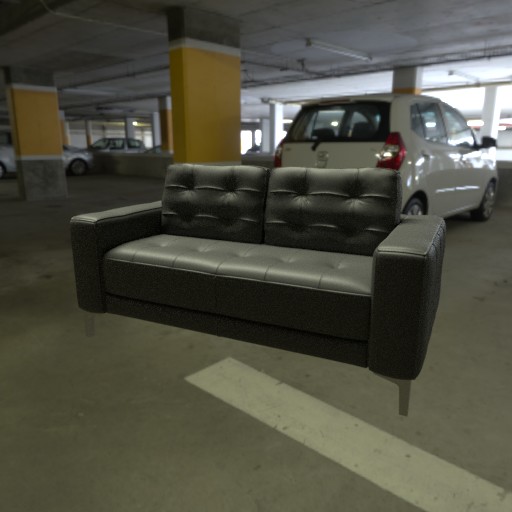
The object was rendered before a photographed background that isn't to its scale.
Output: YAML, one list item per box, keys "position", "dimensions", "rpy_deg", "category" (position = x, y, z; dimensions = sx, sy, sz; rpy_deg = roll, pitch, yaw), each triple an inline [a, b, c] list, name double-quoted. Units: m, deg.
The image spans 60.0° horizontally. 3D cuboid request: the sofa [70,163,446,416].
- position: [0.000, 0.000, 2.246]
  dimensions: [1.726, 0.892, 0.833]
  rpy_deg: [7, 16, 25]
  category: "sofa"
